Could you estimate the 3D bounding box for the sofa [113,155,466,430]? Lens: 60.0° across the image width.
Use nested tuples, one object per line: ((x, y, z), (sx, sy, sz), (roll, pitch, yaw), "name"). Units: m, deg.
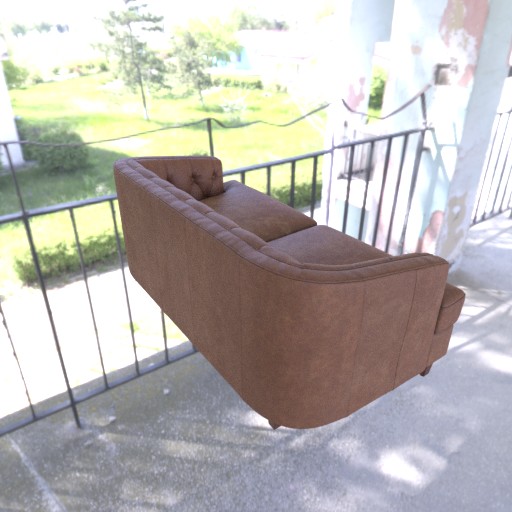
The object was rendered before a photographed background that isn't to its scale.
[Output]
((0.000, 0.000, 2.247), (0.914, 0.786, 1.755), (-19, 34, -31), "sofa")
